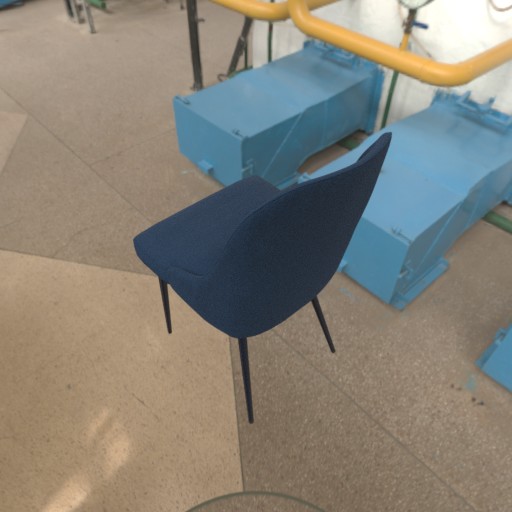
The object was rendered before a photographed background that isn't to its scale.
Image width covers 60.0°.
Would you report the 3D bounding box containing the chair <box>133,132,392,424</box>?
[{"bbox_3d":[0.000,0.000,1.221,0.478,0.896,0.559,-32,54,-27],"label":"chair"}]
